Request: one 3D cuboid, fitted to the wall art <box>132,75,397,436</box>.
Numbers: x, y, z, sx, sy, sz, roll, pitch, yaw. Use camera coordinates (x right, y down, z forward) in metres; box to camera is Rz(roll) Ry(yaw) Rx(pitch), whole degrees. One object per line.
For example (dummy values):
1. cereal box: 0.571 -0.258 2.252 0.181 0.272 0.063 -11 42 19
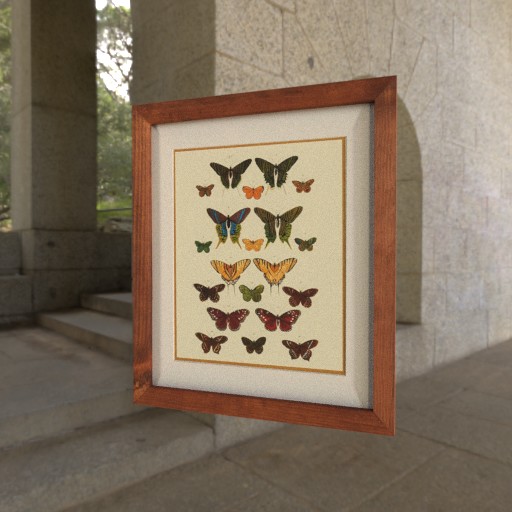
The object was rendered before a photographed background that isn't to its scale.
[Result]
1. wall art: 0.000 0.000 0.627 0.377 0.449 0.039 0 1 18
